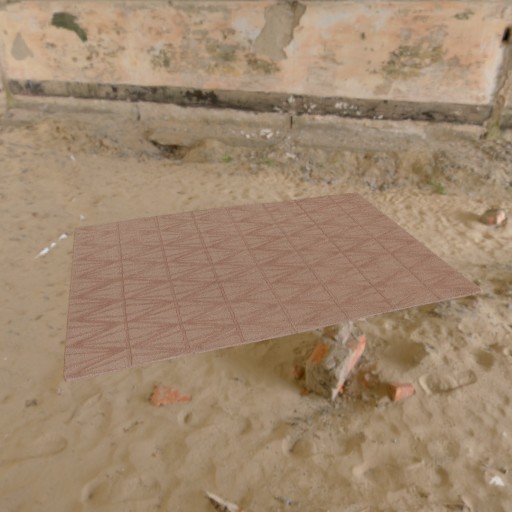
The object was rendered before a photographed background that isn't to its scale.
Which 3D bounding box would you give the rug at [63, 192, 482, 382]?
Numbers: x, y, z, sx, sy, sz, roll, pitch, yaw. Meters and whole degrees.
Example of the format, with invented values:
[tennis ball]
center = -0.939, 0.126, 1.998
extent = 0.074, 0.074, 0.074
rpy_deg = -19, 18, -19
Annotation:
[rug]
center = 0.000, 0.000, 2.320
extent = 1.837, 0.025, 1.230
rpy_deg = -9, 33, -15
